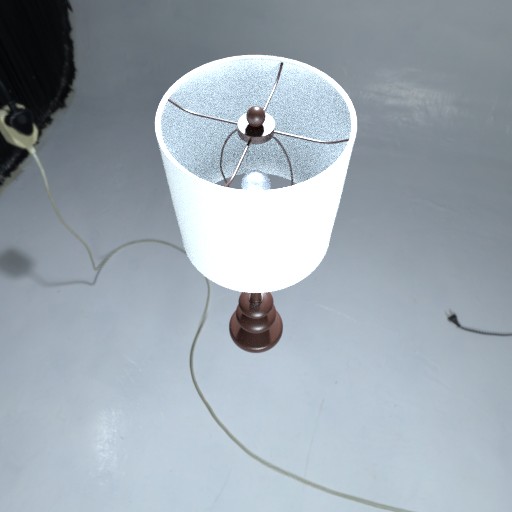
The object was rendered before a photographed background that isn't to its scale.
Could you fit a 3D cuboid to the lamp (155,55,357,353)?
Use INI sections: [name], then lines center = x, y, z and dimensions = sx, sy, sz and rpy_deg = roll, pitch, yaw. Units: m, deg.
[lamp]
center = 0.000, 0.000, 0.841
dimensions = 0.254, 0.690, 0.254
rpy_deg = 15, 59, 9
